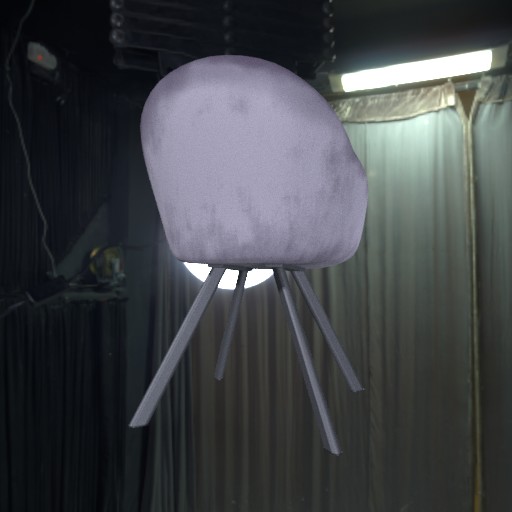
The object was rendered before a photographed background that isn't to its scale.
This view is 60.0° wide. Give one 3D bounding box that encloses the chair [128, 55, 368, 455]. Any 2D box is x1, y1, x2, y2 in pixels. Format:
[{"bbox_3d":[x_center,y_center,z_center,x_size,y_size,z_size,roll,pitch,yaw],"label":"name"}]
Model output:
[{"bbox_3d":[0.000,0.000,1.149,0.550,0.795,0.590,-1,-2,19],"label":"chair"}]
